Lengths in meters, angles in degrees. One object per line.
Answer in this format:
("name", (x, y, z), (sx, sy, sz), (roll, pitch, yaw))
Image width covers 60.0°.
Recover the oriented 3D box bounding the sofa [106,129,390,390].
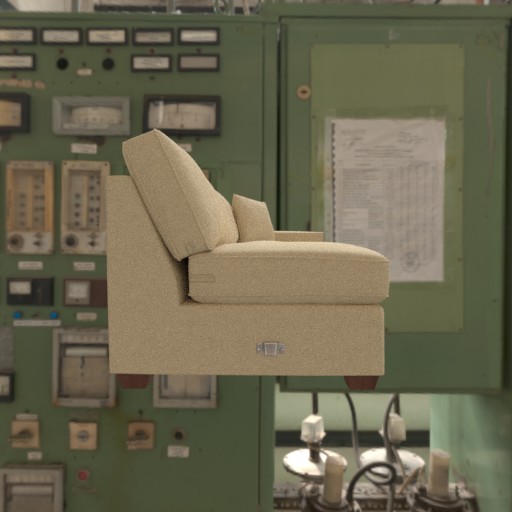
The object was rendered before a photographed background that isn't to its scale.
("sofa", (0.000, 0.000, 2.529), (1.034, 0.946, 1.963), (0, 1, 2))
